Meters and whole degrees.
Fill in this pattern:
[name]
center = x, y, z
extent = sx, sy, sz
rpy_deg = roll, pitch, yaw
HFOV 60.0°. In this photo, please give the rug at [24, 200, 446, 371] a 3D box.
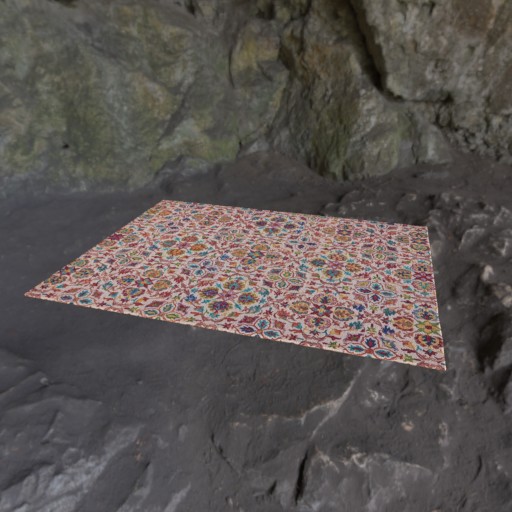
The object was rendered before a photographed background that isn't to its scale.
[rug]
center = 0.000, 0.000, 4.242
extent = 3.215, 0.020, 2.446
rpy_deg = 7, 27, 15
